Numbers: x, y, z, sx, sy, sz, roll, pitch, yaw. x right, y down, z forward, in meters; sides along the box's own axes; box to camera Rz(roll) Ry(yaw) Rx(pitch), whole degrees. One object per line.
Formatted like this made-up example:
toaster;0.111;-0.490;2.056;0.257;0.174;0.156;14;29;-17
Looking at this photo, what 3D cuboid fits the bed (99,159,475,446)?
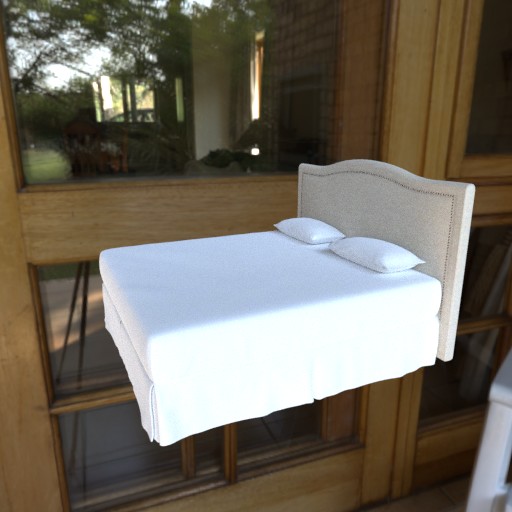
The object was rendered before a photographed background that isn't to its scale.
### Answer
bed;0.000;0.000;3.476;2.182;1.421;2.083;-8;17;-25
